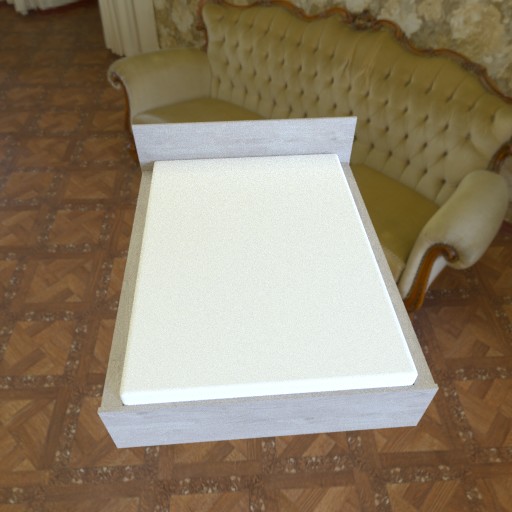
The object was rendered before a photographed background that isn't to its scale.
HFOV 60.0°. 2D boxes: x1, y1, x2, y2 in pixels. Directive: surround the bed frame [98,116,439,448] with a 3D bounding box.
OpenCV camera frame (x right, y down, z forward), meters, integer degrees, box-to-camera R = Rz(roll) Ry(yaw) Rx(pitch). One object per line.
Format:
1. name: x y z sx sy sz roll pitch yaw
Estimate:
1. bed frame: 0.000 0.000 2.796 1.622 0.800 1.960 -3 46 -3
